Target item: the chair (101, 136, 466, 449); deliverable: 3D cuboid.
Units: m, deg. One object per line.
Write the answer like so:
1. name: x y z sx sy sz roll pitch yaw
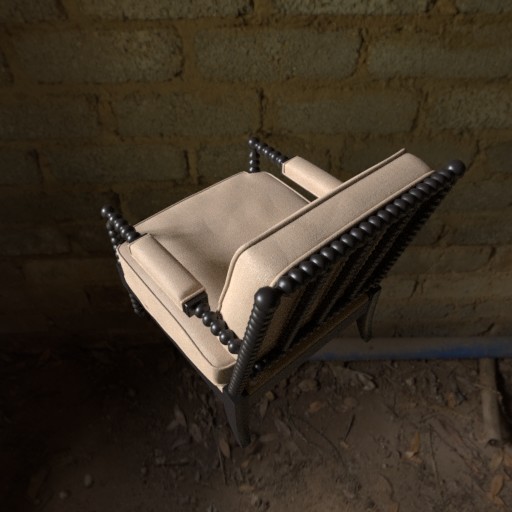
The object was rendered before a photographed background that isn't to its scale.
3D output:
1. chair: 0.000 0.000 1.151 0.555 0.703 0.657 -32 55 -26
